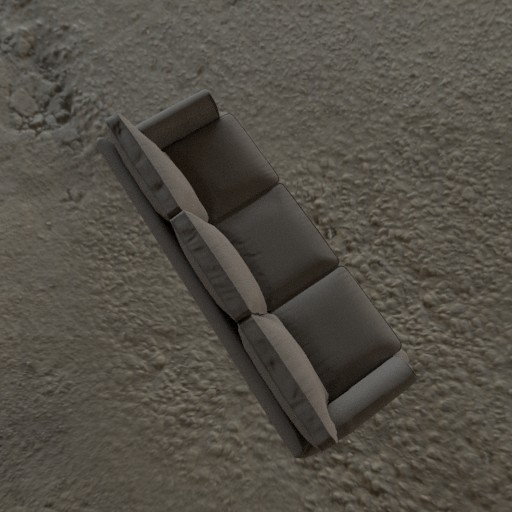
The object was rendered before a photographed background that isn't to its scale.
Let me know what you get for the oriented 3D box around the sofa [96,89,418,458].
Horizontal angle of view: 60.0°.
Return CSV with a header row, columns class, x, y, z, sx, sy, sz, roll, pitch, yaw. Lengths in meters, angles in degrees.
class,x,y,z,sx,sy,sz,roll,pitch,yaw
sofa,0.000,0.000,2.864,0.966,0.948,2.353,-33,77,-8
